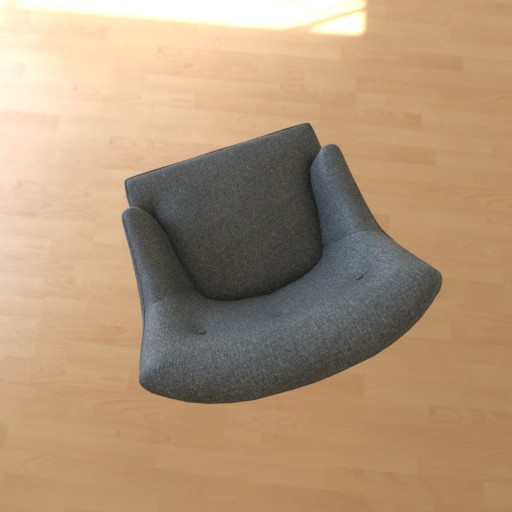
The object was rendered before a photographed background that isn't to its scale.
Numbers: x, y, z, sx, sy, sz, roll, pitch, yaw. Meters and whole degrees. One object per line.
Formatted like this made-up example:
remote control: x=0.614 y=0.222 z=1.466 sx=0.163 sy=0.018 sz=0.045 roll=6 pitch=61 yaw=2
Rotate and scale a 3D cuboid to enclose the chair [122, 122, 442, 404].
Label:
chair: x=0.000 y=0.000 z=1.606 sx=0.864 sy=0.856 sz=0.923 roll=-19 pitch=76 yaw=-5
